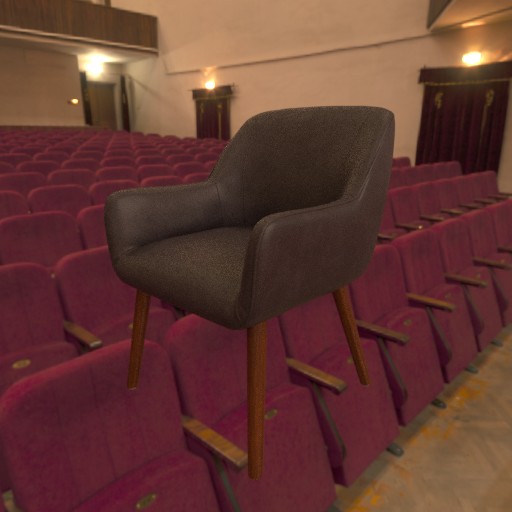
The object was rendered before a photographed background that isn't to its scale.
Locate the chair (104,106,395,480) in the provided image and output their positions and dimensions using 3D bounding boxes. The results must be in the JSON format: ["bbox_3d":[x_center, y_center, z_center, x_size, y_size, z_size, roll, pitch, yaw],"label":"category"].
[{"bbox_3d":[0.000,0.000,1.259,0.610,0.828,0.610,14,21,42],"label":"chair"}]
